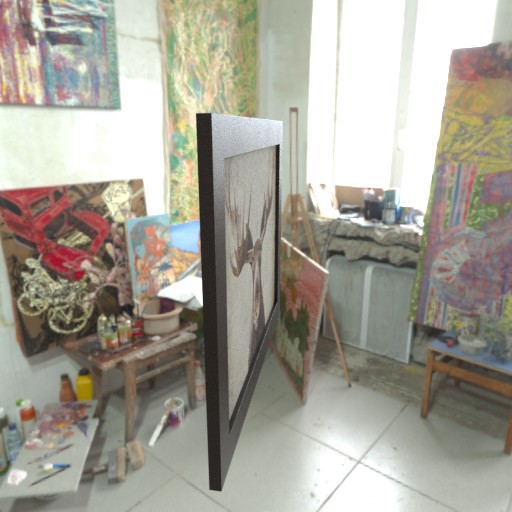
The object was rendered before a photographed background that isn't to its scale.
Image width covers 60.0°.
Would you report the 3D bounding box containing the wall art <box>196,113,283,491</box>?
[{"bbox_3d":[0.000,0.000,1.612,0.034,0.952,1.207,3,16,10],"label":"wall art"}]
